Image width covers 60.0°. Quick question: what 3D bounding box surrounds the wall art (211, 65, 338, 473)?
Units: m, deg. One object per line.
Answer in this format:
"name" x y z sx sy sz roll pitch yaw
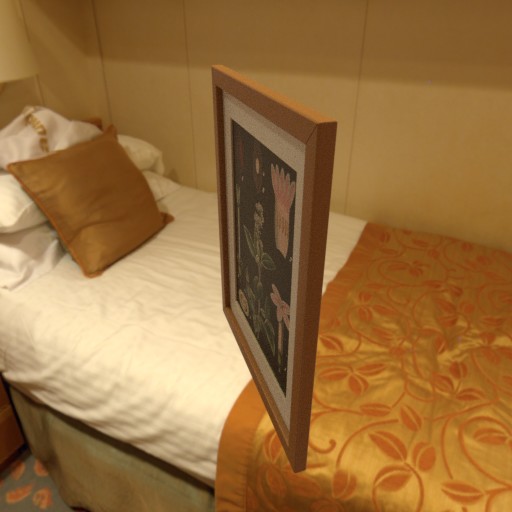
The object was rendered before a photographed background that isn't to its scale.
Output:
"wall art" 0.000 0.000 0.519 0.015 0.379 0.310 -9 31 -16
